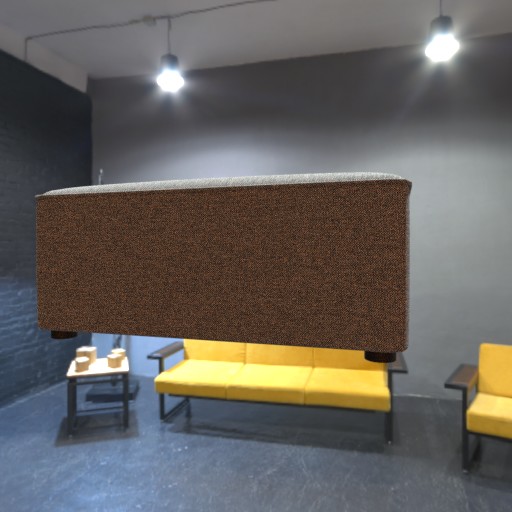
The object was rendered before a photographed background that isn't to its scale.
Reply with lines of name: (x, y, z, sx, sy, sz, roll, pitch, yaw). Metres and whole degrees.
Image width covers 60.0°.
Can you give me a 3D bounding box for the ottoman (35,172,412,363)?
ottoman: (0.000, 0.000, 1.551, 1.005, 0.455, 1.005, 0, 1, 17)
